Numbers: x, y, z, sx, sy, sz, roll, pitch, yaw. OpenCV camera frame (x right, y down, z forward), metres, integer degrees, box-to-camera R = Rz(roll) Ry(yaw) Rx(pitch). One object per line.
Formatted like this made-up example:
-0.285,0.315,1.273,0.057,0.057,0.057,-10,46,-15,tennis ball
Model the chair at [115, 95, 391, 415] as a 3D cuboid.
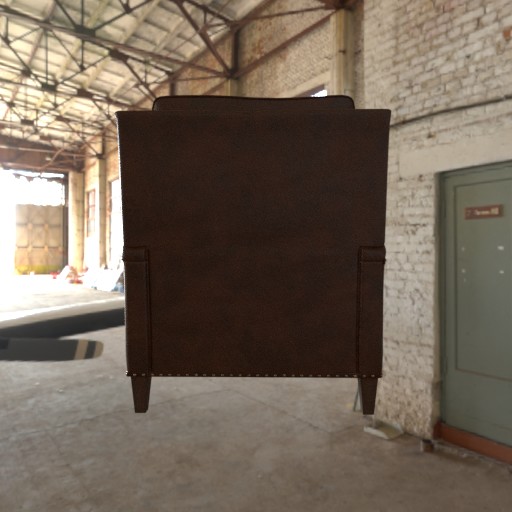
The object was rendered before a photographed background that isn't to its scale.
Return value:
0.000,0.000,1.860,0.854,1.054,1.035,0,0,1,chair
